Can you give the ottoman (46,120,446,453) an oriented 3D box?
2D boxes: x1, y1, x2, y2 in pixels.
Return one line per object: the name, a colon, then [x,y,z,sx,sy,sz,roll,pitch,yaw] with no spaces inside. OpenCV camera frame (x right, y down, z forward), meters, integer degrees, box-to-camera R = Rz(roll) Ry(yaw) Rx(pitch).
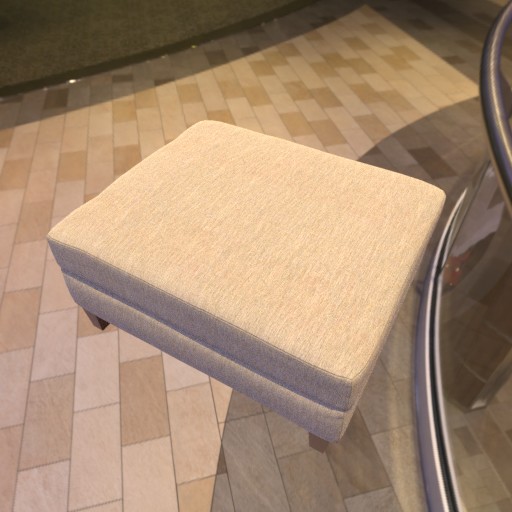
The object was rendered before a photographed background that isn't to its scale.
ottoman: [0.000,0.000,1.487,0.976,0.492,0.836,22,49,21]
